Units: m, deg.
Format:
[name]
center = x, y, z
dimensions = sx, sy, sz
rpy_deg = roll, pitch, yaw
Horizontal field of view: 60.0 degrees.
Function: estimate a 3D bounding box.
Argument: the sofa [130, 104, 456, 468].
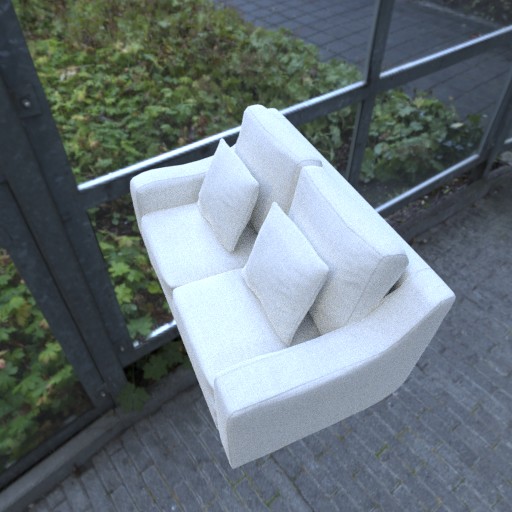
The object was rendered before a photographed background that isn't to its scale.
[sofa]
center = 0.000, 0.000, 2.421
dimensions = 1.040, 1.047, 1.744
rpy_deg = -18, 49, -16
